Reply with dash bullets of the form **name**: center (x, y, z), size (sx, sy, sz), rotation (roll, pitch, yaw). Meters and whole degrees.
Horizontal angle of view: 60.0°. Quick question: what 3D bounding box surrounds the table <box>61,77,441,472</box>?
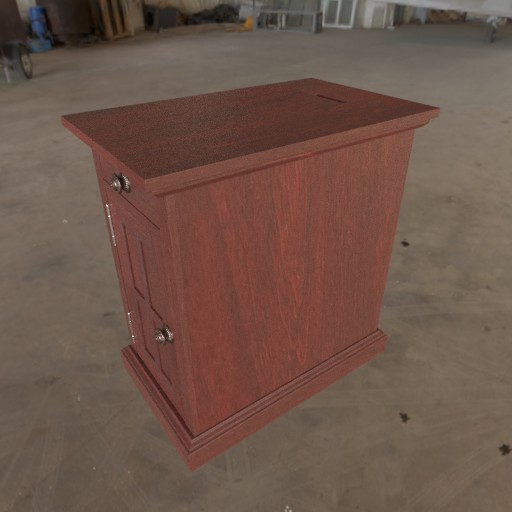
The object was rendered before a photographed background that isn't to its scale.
- **table**: center (0.000, 0.000, 0.958), size (0.584, 0.612, 0.356), rotation (-21, 38, -30)
